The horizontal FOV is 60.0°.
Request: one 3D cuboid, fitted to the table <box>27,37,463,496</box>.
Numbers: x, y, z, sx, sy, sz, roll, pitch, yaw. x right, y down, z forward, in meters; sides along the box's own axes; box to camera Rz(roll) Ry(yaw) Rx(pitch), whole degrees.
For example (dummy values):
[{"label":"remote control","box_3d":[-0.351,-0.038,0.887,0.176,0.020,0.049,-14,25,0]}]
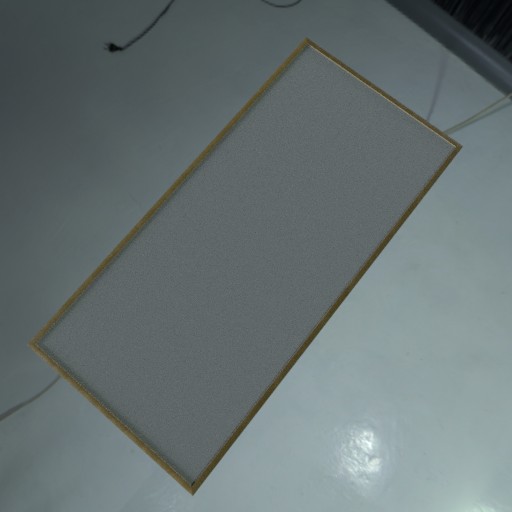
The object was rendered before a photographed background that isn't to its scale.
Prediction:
[{"label":"table","box_3d":[0.000,0.000,1.428,0.580,0.398,1.206,38,80,8]}]
